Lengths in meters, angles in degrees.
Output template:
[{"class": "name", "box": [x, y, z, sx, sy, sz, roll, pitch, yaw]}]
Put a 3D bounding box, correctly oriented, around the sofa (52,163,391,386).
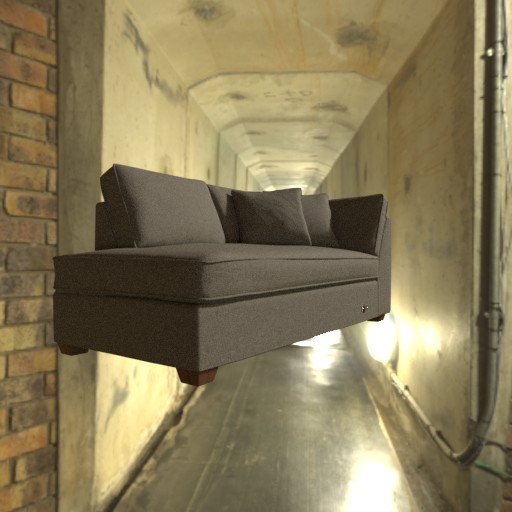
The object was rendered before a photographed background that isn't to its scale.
[{"class": "sofa", "box": [0.000, 0.000, 2.916, 1.110, 1.033, 2.237, 0, 1, 36]}]
